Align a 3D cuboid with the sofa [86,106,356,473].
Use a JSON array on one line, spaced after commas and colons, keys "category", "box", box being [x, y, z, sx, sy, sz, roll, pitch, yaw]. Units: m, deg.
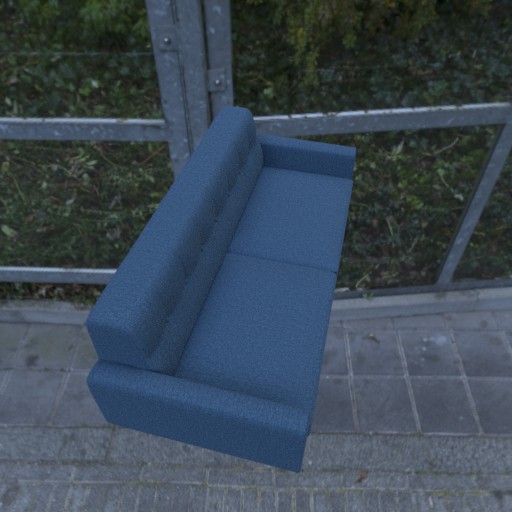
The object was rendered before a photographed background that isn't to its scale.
[{"category": "sofa", "box": [0.000, 0.000, 2.534, 0.942, 0.884, 2.055, 10, 46, 10]}]
